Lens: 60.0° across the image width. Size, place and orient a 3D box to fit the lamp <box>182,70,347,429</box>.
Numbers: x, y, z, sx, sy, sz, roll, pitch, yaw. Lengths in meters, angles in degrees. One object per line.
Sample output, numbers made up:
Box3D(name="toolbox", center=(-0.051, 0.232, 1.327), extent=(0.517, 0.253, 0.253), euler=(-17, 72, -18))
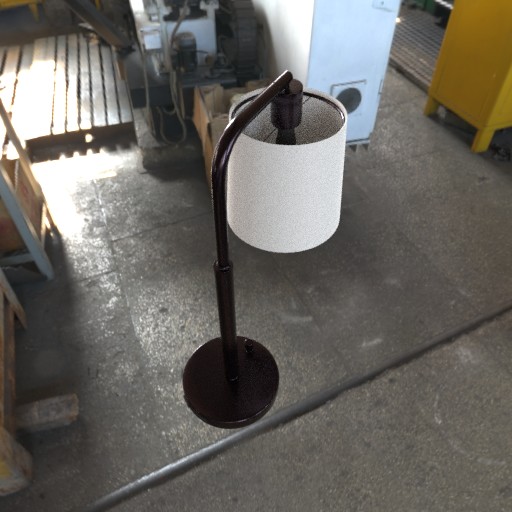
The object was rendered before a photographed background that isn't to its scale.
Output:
Box3D(name="lamp", center=(0.000, 0.000, 0.646), extent=(0.171, 0.489, 0.333), euler=(23, 50, 21))
